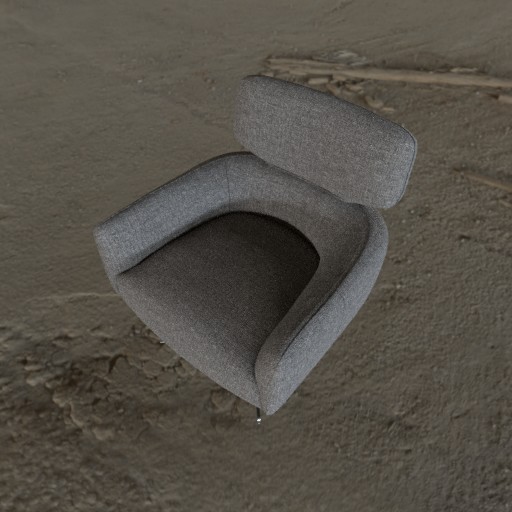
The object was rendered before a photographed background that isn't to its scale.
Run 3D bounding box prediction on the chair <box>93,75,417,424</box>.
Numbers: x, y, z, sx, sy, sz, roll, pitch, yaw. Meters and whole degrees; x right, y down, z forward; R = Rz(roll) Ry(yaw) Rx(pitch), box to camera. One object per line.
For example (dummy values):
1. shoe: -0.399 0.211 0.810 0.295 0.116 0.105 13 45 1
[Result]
1. chair: 0.000 0.000 1.369 0.706 0.812 0.715 32 54 26
